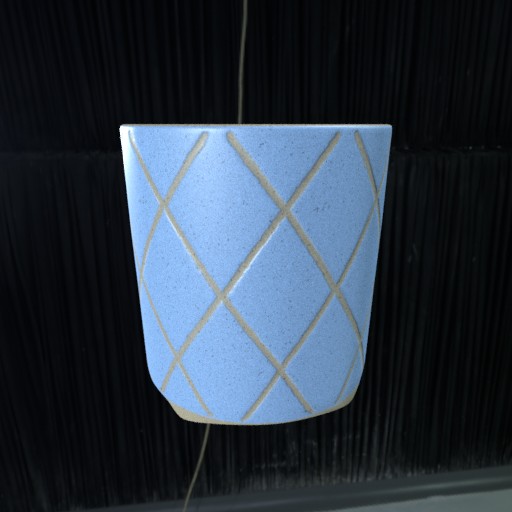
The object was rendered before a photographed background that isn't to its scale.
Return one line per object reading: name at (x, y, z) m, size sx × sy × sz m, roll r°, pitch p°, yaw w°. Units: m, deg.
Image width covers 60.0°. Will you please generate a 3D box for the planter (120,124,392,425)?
planter at (0.000, 0.000, 0.351) m, size 0.191 × 0.200 × 0.191 m, roll 0°, pitch 17°, yaw 0°
